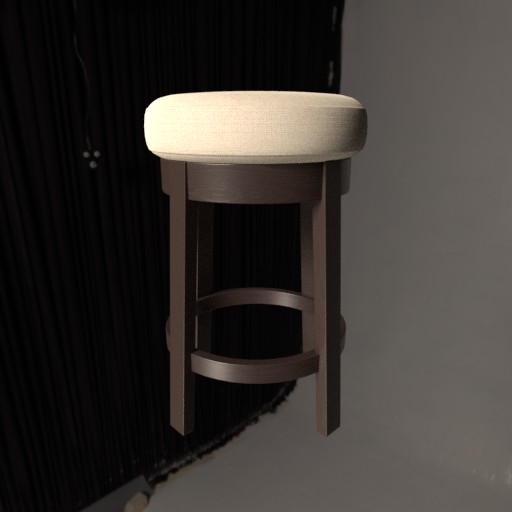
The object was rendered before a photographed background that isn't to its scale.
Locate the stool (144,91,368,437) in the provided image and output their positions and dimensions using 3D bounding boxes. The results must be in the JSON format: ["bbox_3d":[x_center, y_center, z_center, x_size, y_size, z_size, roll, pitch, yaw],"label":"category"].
[{"bbox_3d":[0.000,0.000,0.955,0.449,0.655,0.449,0,17,0],"label":"stool"}]
